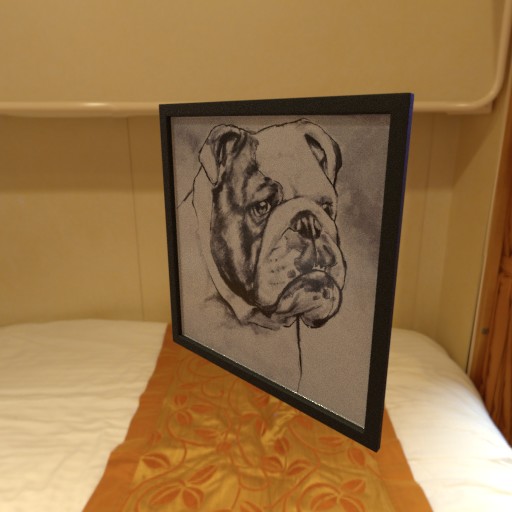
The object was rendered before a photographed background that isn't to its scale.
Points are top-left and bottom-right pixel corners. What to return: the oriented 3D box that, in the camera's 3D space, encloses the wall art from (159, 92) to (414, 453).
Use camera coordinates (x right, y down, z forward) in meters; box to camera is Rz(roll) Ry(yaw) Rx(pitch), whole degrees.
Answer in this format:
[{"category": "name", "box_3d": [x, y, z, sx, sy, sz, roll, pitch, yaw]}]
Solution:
[{"category": "wall art", "box_3d": [0.000, 0.000, 0.990, 0.663, 0.659, 0.016, 15, 23, 42]}]
